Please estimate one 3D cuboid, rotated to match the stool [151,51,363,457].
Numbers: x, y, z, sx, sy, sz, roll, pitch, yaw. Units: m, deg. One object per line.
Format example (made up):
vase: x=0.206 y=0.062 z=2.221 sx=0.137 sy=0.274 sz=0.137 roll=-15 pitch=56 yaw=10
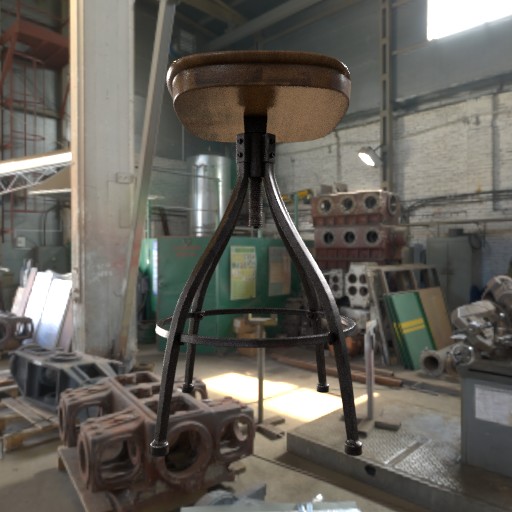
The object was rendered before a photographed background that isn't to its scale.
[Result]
stool: x=0.000 y=0.000 z=0.955 sx=0.424 sy=0.694 sz=0.432 roll=0 pitch=1 yaw=0
